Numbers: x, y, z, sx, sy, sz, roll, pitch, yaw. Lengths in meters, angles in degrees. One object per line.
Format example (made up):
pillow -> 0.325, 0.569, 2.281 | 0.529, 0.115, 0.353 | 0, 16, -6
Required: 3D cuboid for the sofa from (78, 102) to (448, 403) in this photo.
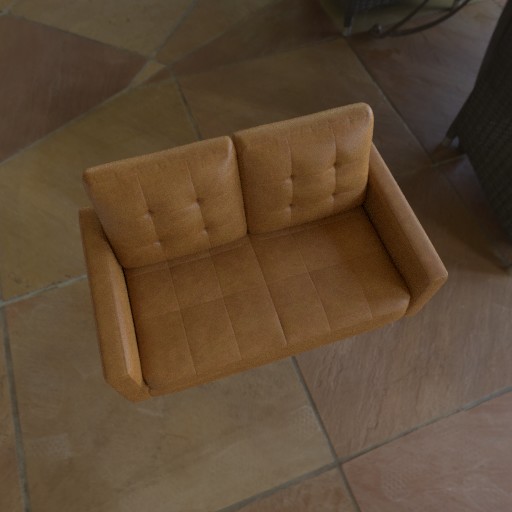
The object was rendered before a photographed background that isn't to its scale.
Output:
sofa -> 0.000, 0.000, 1.995 | 1.430, 0.898, 0.868 | -16, 63, -8
